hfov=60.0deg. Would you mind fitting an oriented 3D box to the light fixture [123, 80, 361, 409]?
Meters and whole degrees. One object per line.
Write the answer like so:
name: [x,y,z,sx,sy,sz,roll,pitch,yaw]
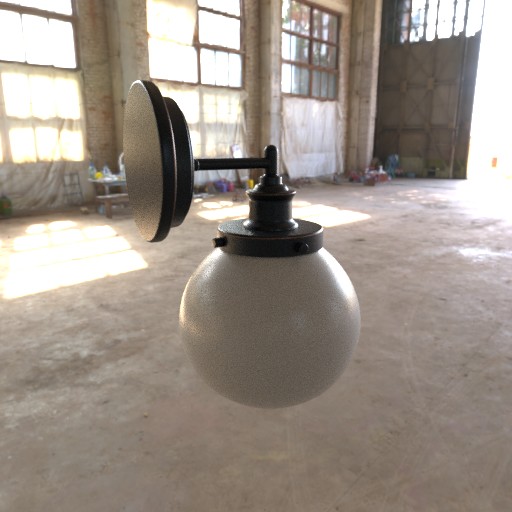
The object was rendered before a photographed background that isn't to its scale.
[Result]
light fixture: [0.000,0.000,0.466,0.230,0.332,0.197,-7,16,-27]
